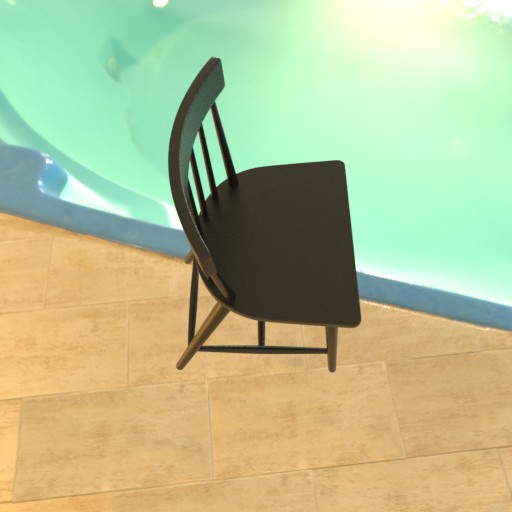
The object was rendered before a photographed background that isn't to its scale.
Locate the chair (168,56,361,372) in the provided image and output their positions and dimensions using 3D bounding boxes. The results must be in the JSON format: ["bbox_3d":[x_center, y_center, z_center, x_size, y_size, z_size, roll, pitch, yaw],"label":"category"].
[{"bbox_3d":[0.000,0.000,1.254,0.572,0.952,0.483,0,64,0],"label":"chair"}]
